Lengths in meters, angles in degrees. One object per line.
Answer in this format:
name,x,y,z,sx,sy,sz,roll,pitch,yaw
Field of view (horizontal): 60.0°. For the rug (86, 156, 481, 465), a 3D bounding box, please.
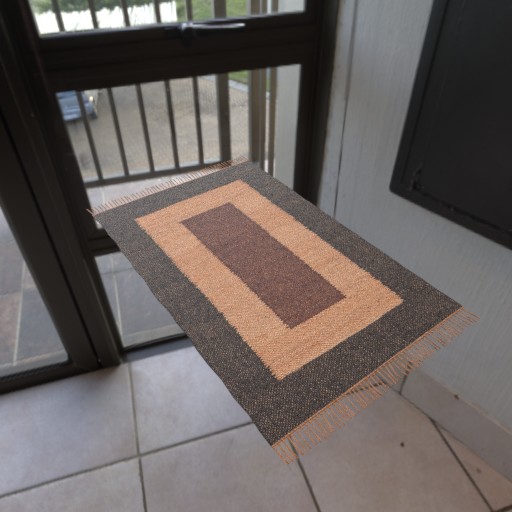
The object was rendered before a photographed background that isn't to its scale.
rug,0.000,0.000,1.881,0.920,0.013,1.541,-25,47,-26
